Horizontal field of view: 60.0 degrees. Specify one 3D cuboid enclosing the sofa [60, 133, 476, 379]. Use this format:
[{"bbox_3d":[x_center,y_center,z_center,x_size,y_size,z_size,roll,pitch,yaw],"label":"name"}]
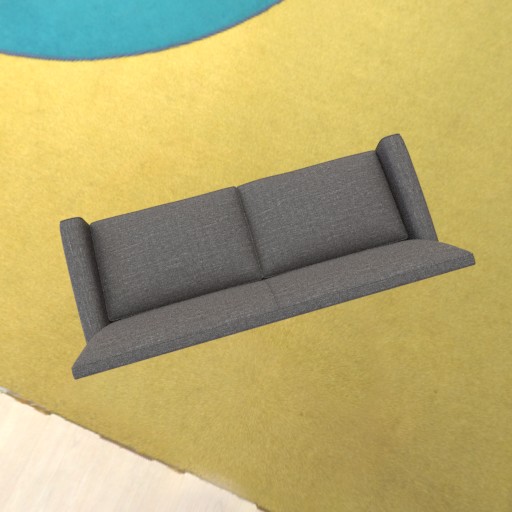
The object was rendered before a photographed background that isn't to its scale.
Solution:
[{"bbox_3d":[0.000,0.000,2.512,1.976,0.846,0.875,-15,74,-4],"label":"sofa"}]
